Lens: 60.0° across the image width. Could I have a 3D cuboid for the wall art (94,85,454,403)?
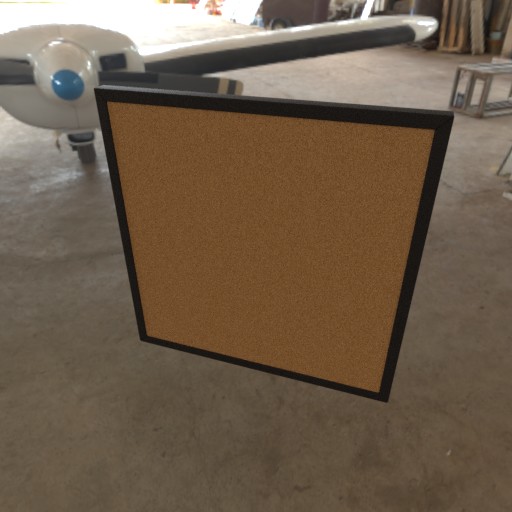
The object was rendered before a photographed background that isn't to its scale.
[{"bbox_3d":[0.000,0.000,1.113,0.763,0.763,0.037,10,33,16],"label":"wall art"}]
